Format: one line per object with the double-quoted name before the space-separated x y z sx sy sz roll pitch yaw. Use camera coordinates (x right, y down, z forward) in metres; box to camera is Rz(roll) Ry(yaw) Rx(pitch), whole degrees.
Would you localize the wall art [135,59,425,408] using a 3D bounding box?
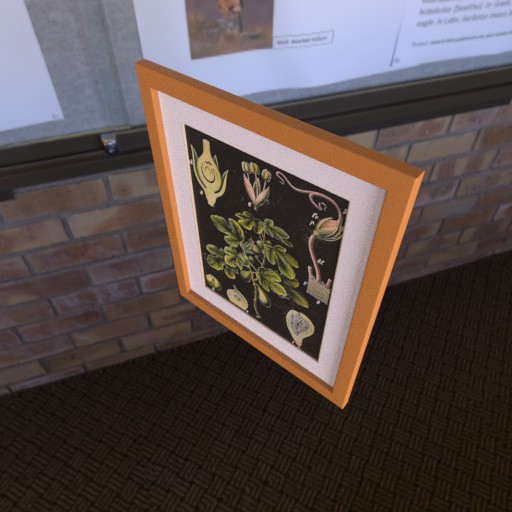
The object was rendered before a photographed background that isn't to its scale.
"wall art" 0.000 0.000 0.526 0.310 0.379 0.015 31 54 26
